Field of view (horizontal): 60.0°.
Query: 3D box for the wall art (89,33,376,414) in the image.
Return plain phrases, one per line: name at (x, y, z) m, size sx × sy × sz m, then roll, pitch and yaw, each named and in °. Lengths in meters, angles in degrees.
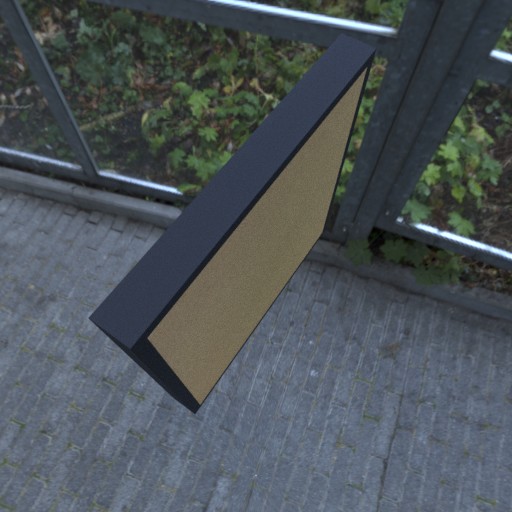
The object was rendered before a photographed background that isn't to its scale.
wall art at (0.000, 0.000, 0.451) m, size 0.033 × 0.304 × 0.305 m, roll 32°, pitch 68°, yaw 15°
